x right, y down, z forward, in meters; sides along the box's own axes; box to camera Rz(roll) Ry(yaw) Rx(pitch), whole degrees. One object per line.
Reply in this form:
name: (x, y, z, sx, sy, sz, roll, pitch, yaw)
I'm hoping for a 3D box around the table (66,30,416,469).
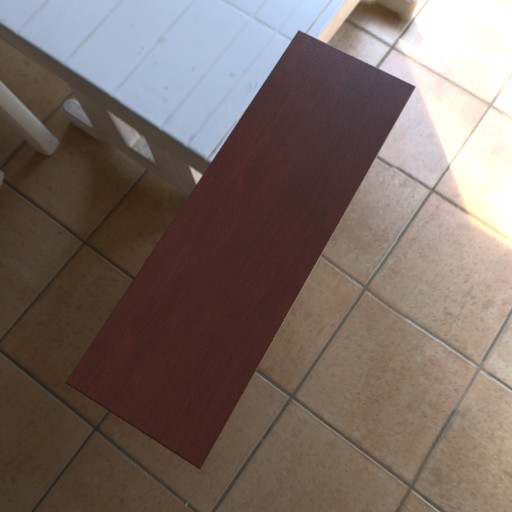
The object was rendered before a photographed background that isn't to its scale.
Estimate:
table: (0.000, 0.000, 1.544, 0.392, 0.739, 1.188, 29, 78, 7)
